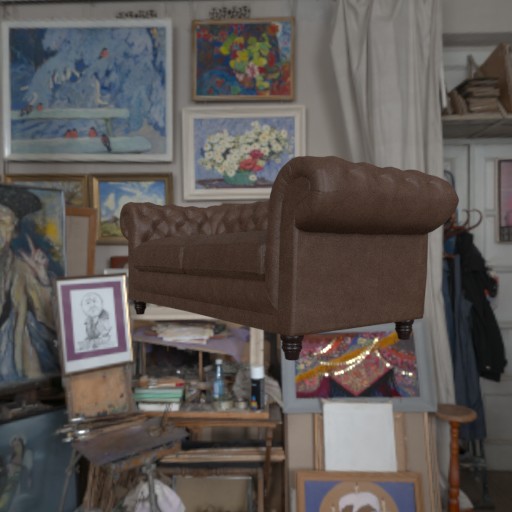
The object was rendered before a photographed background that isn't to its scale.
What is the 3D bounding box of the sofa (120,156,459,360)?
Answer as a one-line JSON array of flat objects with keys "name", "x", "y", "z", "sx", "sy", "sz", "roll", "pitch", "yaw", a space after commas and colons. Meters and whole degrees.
[{"name": "sofa", "x": 0.000, "y": 0.000, "z": 2.563, "sx": 0.955, "sy": 0.784, "sz": 2.048, "roll": 0, "pitch": 0, "yaw": -36}]
